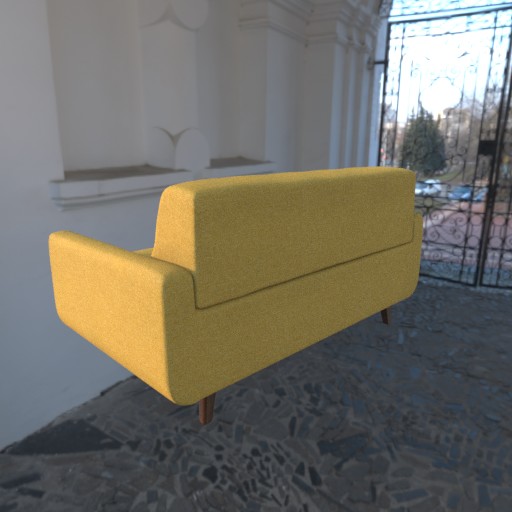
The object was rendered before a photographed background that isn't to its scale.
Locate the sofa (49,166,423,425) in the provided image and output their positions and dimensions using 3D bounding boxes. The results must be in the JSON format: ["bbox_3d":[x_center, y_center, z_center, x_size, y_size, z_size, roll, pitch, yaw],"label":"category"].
[{"bbox_3d":[0.000,0.000,2.157,1.631,0.841,0.909,-14,20,-42],"label":"sofa"}]
